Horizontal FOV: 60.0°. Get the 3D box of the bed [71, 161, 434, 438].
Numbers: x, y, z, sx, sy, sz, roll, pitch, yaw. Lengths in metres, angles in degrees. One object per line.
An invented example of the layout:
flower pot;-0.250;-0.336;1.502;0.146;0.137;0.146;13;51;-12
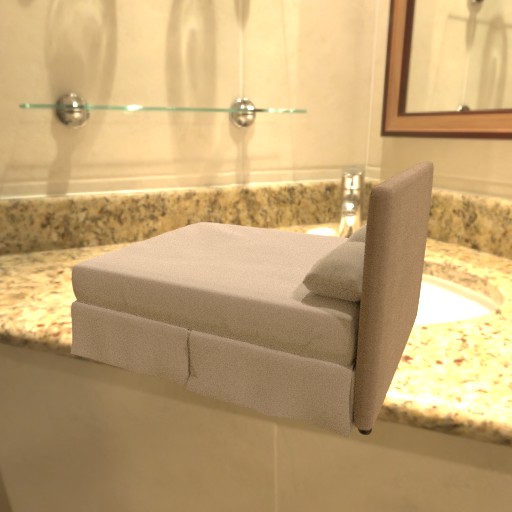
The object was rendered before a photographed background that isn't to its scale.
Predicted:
bed;0.000;0.000;3.235;2.162;1.330;1.713;8;18;26
